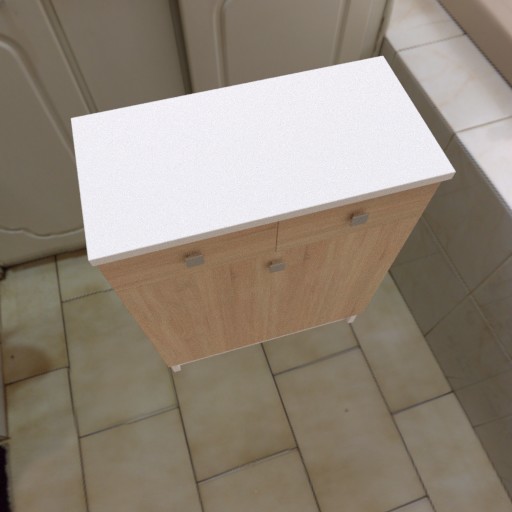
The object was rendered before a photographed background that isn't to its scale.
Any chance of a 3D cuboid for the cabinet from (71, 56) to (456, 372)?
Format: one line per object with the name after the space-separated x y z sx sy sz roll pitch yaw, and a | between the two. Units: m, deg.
0.000 0.000 1.115 0.600 0.815 0.296 -14 63 -7 | cabinet
